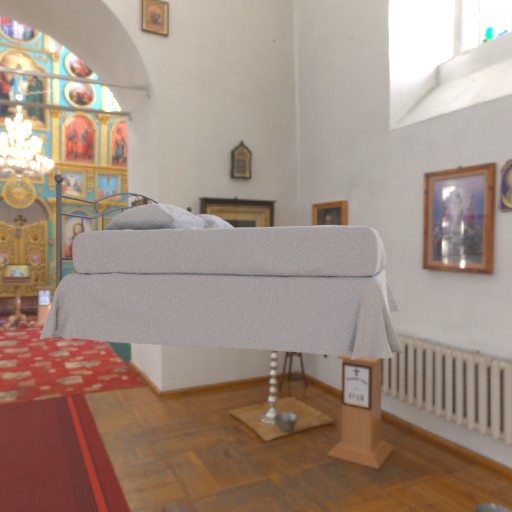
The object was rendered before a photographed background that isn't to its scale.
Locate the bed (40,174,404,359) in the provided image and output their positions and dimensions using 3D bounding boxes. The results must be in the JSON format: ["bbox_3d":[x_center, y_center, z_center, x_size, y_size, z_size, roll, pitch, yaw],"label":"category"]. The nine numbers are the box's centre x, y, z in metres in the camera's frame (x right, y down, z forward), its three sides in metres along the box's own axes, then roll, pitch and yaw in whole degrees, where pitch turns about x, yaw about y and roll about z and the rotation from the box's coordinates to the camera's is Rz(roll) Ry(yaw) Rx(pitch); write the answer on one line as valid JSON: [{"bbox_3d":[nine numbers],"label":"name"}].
[{"bbox_3d":[0.000,0.000,3.583,2.220,1.080,2.309,0,0,17],"label":"bed"}]
